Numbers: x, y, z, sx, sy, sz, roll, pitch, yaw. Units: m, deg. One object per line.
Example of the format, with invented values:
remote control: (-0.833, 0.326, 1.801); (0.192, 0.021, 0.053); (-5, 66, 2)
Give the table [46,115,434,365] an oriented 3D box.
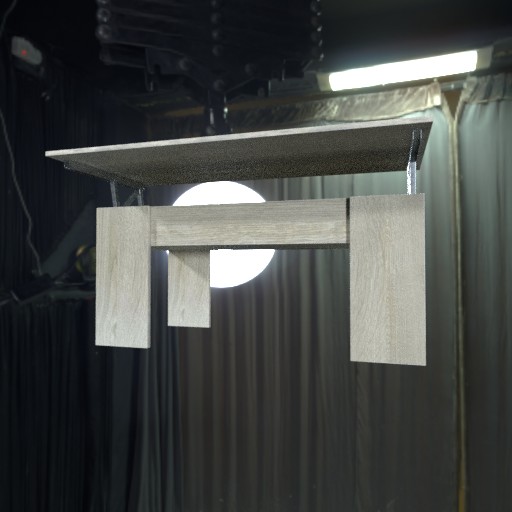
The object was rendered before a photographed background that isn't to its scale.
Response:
table: (0.000, 0.000, 1.411); (1.000, 0.570, 0.711); (0, -1, 17)
